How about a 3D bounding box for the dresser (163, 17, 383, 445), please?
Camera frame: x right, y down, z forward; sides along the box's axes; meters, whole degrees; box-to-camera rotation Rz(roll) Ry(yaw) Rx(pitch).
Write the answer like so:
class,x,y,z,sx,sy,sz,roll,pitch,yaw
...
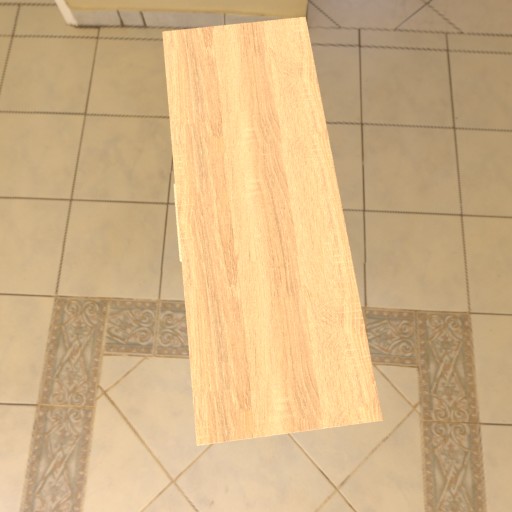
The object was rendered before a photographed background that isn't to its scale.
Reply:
class,x,y,z,sx,sy,sz,roll,pitch,yaw
dresser,0.000,0.000,1.430,0.380,0.900,0.980,-7,74,-2
